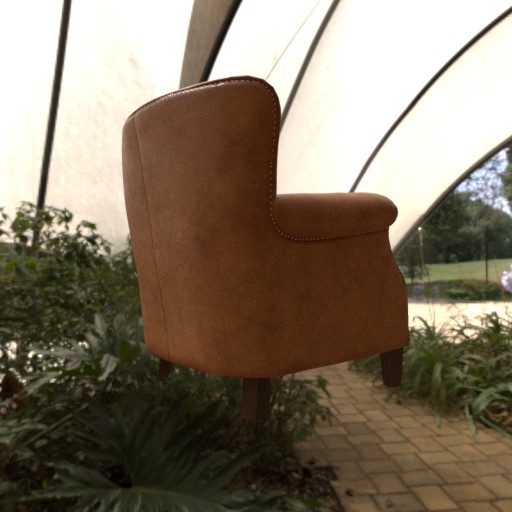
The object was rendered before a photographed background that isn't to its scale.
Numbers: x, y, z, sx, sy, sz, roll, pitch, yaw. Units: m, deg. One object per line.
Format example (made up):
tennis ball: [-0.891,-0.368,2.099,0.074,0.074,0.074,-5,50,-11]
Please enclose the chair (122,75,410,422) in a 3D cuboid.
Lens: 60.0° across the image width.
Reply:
chair: [0.000,0.000,1.617,0.921,0.936,0.861,1,-2,-35]
